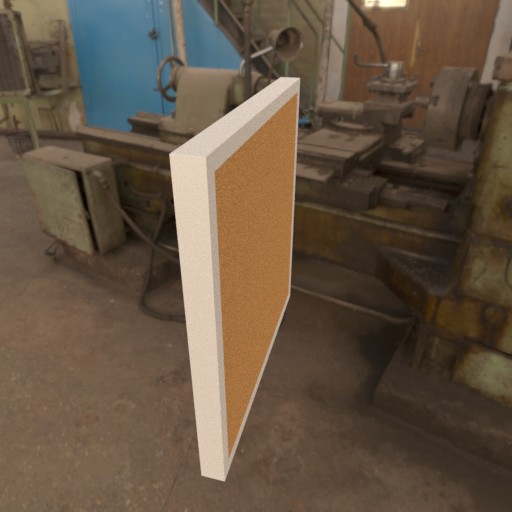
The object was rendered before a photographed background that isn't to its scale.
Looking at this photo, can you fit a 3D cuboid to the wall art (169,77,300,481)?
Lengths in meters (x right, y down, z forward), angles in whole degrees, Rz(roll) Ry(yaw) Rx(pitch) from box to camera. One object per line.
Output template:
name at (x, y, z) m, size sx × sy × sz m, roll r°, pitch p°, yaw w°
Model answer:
wall art at (0.000, 0.000, 0.767) m, size 0.038 × 0.508 × 0.507 m, roll 8°, pitch 31°, yaw 13°
